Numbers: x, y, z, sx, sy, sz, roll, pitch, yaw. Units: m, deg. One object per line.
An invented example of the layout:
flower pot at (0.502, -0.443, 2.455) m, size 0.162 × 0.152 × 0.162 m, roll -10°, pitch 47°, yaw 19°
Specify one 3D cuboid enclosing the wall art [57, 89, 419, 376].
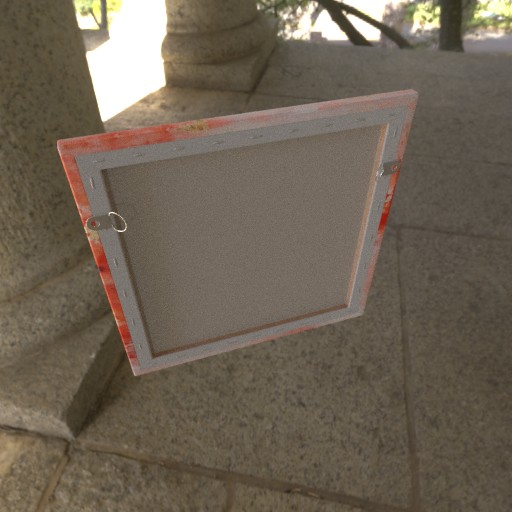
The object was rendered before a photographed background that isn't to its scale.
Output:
wall art at (0.000, 0.000, 1.327) m, size 0.878 × 0.878 × 0.066 m, roll -13°, pitch 44°, yaw -13°
